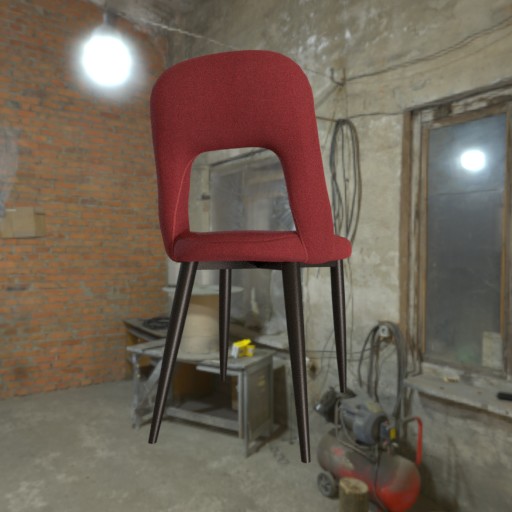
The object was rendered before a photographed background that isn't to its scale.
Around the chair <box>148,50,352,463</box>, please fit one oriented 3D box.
[{"bbox_3d":[0.000,0.000,1.221,0.483,0.892,0.569,0,0,18],"label":"chair"}]
